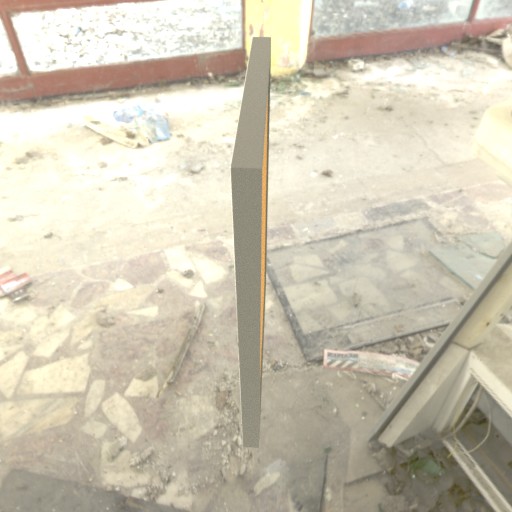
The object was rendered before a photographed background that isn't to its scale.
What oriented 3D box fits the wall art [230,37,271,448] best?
[{"bbox_3d":[0.000,0.000,0.976,0.039,0.753,0.511,2,42,2],"label":"wall art"}]
